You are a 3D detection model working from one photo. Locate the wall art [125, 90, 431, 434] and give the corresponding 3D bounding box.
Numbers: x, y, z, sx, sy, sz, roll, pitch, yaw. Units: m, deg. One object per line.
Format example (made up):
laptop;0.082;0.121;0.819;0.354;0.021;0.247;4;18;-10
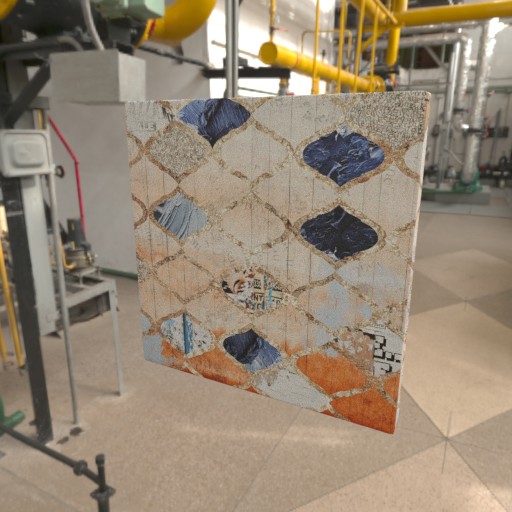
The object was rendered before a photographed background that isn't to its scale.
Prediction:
wall art;0.000;0.000;0.753;0.507;0.508;0.038;8;18;27
